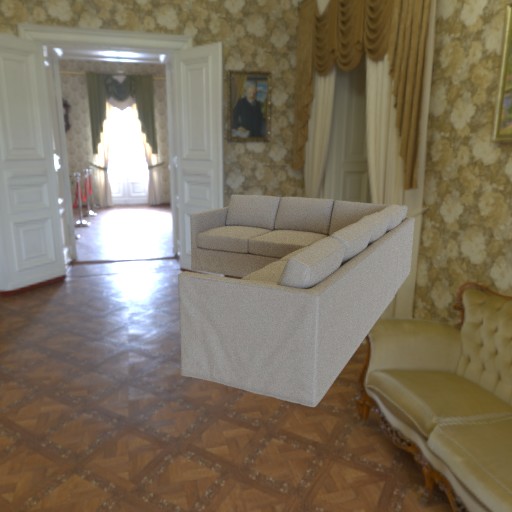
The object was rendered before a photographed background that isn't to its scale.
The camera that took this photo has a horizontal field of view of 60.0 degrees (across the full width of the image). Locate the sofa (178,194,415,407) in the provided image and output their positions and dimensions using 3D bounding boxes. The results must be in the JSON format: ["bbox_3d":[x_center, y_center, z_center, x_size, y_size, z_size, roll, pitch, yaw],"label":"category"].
[{"bbox_3d":[0.000,0.000,4.277,2.432,0.871,3.182,7,15,27],"label":"sofa"}]
